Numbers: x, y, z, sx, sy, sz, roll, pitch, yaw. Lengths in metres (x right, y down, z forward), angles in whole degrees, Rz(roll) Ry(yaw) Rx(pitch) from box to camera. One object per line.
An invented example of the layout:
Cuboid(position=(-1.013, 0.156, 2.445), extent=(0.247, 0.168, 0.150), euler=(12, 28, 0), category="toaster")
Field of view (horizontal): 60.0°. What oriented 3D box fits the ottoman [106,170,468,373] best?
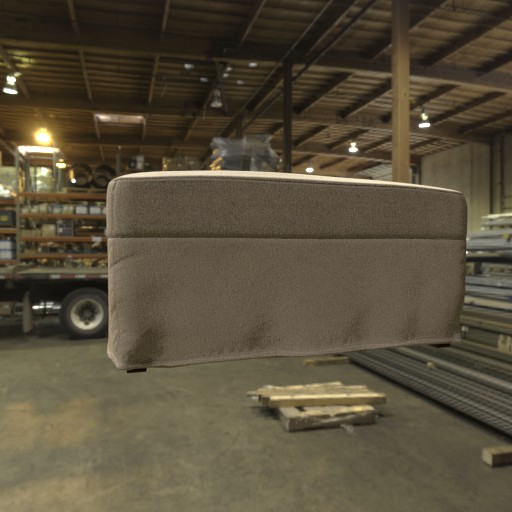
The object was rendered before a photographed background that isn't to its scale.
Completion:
Cuboid(position=(0.000, 0.000, 1.333), extent=(0.843, 0.441, 0.842), euler=(0, 1, -17), category="ottoman")
